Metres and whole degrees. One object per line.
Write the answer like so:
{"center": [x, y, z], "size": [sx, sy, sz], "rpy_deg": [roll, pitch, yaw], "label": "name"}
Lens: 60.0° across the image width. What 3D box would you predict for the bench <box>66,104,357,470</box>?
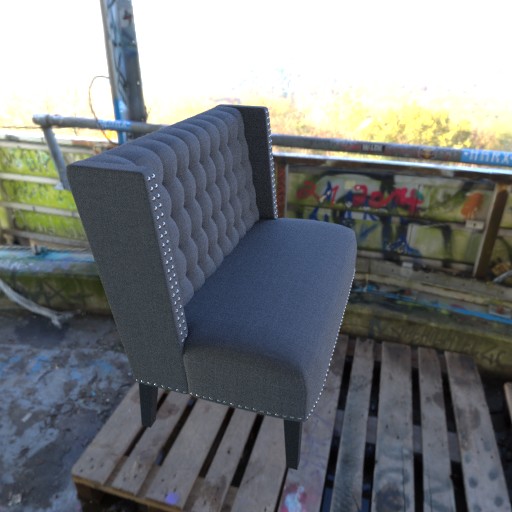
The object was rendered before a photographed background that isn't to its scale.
{"center": [0.000, 0.000, 2.043], "size": [0.842, 1.121, 1.276], "rpy_deg": [9, 29, 16], "label": "bench"}
